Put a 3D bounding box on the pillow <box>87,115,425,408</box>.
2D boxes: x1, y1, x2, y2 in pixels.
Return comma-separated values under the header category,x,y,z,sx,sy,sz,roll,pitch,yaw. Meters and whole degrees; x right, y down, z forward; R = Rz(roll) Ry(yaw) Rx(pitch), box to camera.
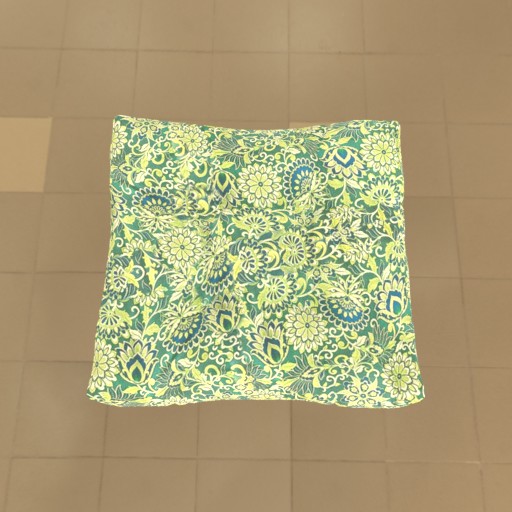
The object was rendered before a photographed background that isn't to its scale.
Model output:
category,x,y,z,sx,sy,sz,roll,pitch,yaw
pillow,0.000,0.000,0.721,0.490,0.128,0.468,0,77,0
